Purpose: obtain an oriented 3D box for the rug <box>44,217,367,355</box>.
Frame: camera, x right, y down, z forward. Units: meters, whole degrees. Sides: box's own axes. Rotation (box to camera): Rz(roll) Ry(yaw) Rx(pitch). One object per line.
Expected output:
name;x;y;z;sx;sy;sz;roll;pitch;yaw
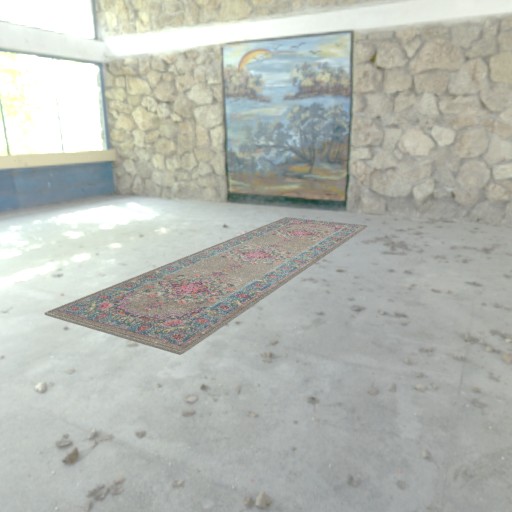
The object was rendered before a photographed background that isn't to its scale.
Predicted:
rug;0.000;0.000;2.062;0.553;0.012;1.827;9;18;28
